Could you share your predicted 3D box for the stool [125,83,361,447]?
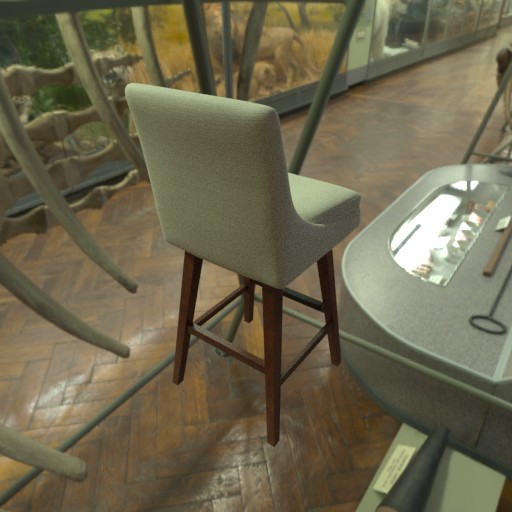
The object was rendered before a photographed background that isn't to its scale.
[{"bbox_3d":[0.000,0.000,1.435,0.470,1.097,0.559,21,37,30],"label":"stool"}]
